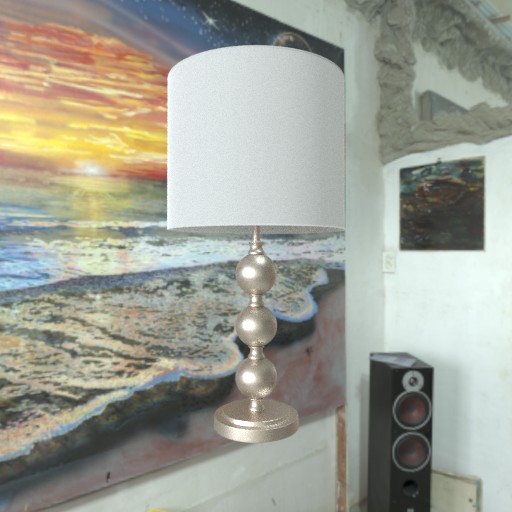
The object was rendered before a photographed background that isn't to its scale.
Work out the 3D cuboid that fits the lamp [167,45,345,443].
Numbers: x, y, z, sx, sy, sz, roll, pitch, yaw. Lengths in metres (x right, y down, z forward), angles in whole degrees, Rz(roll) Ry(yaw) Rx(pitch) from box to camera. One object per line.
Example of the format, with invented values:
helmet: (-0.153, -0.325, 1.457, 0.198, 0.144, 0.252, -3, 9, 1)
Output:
lamp: (0.000, 0.000, 0.702, 0.277, 0.538, 0.277, 0, 1, 19)
